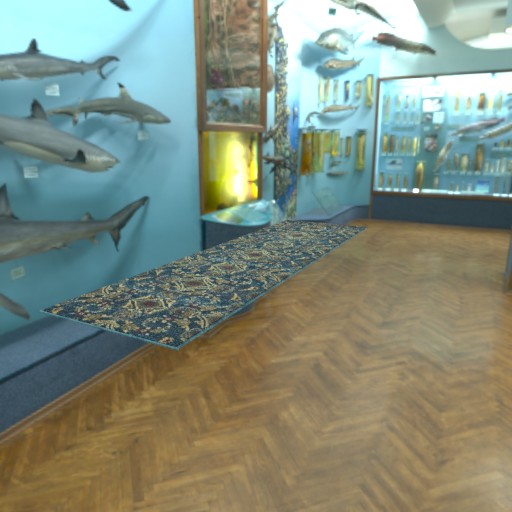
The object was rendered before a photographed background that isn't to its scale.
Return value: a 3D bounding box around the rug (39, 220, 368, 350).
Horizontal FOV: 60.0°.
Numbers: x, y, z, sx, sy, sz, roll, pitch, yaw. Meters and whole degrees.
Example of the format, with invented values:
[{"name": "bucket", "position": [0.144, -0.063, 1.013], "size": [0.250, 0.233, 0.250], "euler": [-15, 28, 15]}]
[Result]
[{"name": "rug", "position": [0.000, 0.000, 2.542], "size": [0.685, 0.014, 2.292], "euler": [8, 17, 28]}]
